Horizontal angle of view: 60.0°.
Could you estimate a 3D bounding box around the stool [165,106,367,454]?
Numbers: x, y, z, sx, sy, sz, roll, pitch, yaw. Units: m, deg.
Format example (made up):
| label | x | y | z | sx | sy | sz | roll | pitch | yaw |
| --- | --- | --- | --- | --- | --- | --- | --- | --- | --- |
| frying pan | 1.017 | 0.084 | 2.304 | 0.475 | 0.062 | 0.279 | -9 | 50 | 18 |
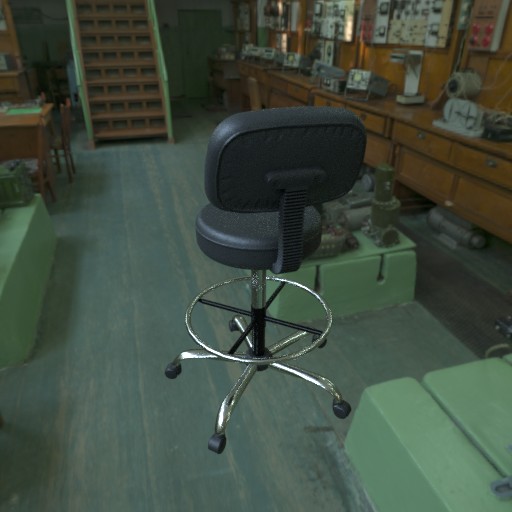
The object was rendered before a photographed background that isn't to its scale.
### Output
| label | x | y | z | sx | sy | sz | roll | pitch | yaw |
| --- | --- | --- | --- | --- | --- | --- | --- | --- | --- |
| stool | 0.000 | 0.000 | 1.518 | 0.694 | 1.069 | 0.658 | -9 | 29 | -16 |
